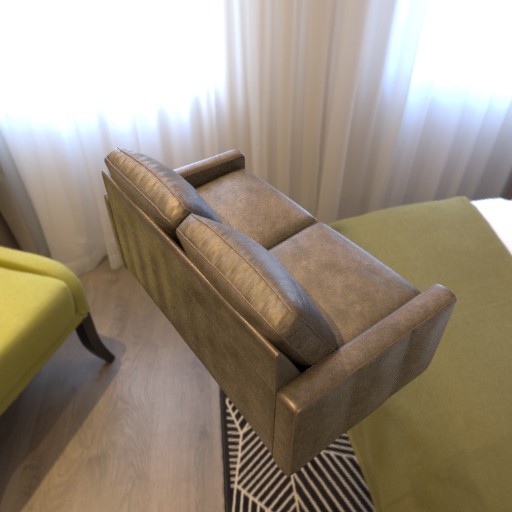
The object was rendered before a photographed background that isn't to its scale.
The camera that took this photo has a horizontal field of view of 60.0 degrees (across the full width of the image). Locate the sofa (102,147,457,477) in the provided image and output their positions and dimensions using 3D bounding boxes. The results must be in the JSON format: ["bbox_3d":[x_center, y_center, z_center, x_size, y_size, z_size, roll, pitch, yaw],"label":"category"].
[{"bbox_3d":[0.000,0.000,2.308,0.939,0.916,1.732,-26,47,-27],"label":"sofa"}]
